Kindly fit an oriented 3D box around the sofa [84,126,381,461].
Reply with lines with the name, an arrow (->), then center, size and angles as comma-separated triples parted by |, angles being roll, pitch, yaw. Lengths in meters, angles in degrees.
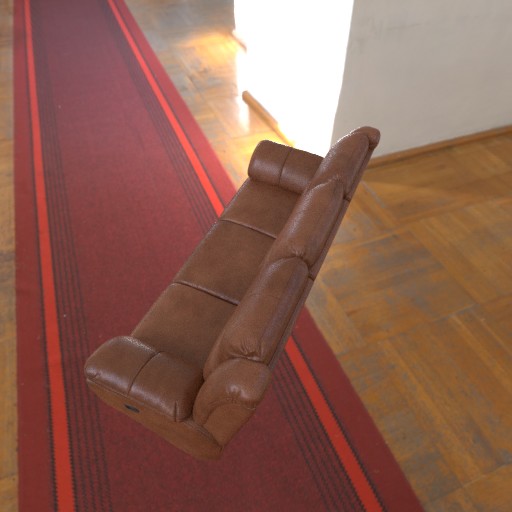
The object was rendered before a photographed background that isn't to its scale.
sofa -> 0.000, 0.000, 2.871 | 0.991, 1.043, 2.337 | 18, 49, 16
